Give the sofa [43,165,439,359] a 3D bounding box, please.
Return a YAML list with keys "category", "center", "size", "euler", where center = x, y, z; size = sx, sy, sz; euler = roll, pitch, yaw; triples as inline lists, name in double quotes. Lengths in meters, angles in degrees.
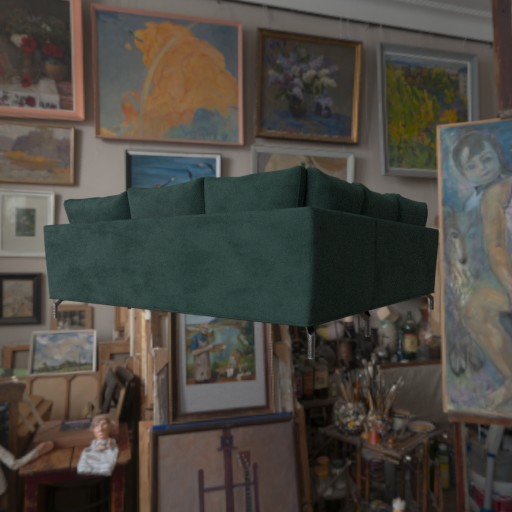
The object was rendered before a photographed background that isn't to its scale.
- category: "sofa"
  center: [0.000, 0.000, 3.834]
  size: [2.452, 1.004, 2.468]
  euler: [0, 0, 36]
